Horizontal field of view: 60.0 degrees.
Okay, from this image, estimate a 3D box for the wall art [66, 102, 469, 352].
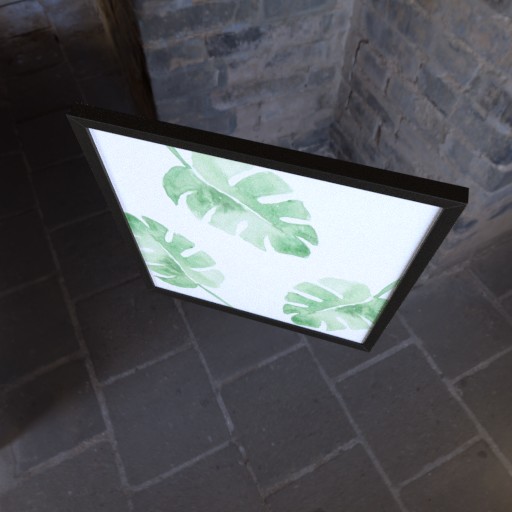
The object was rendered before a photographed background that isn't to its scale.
[{"bbox_3d":[0.000,0.000,1.147,0.765,0.765,0.038,14,60,9],"label":"wall art"}]
